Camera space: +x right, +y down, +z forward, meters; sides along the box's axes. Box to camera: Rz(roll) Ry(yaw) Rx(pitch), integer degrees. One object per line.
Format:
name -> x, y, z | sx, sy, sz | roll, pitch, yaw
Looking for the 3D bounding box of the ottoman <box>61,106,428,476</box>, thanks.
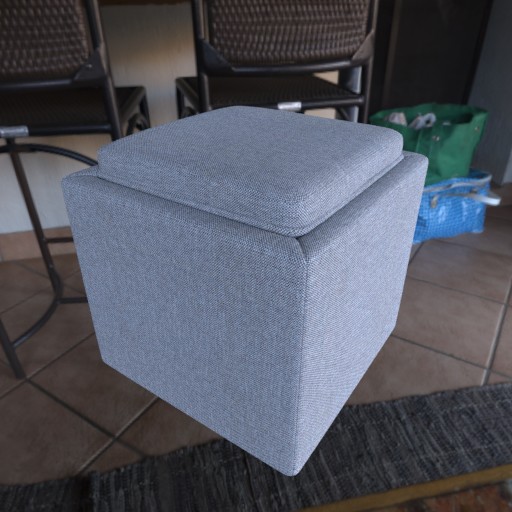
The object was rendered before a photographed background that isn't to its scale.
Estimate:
ottoman -> 0.000, 0.000, 0.823 | 0.450, 0.460, 0.450 | 19, 36, 29
